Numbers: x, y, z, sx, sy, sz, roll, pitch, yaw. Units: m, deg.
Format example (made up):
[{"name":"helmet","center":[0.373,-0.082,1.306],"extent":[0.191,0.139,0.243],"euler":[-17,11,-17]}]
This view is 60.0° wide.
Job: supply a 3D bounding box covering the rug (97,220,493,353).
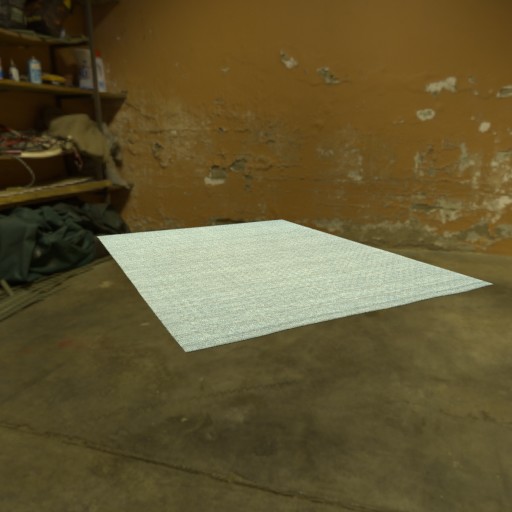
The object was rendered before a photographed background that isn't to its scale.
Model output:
[{"name":"rug","center":[0.000,0.000,4.187],"extent":[2.443,0.007,3.200],"euler":[-7,16,-26]}]
